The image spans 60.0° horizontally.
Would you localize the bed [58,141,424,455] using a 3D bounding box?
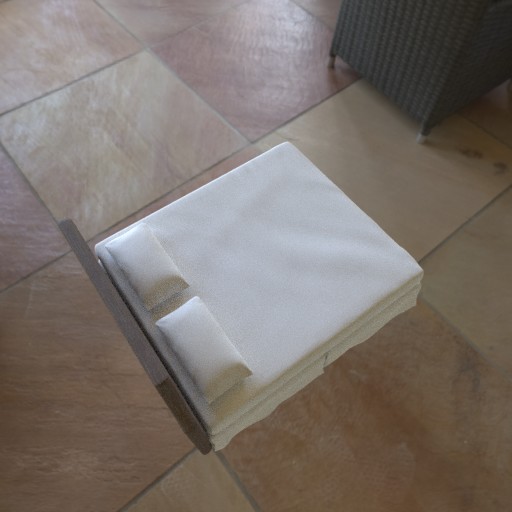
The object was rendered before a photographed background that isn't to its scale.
[{"bbox_3d":[0.000,0.000,4.299,2.773,1.590,2.350,-32,64,-17],"label":"bed"}]
